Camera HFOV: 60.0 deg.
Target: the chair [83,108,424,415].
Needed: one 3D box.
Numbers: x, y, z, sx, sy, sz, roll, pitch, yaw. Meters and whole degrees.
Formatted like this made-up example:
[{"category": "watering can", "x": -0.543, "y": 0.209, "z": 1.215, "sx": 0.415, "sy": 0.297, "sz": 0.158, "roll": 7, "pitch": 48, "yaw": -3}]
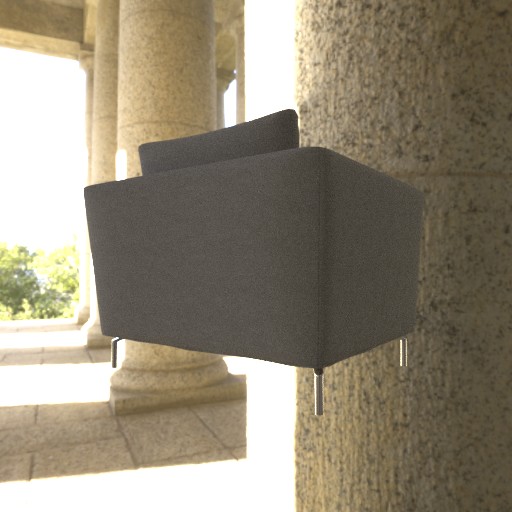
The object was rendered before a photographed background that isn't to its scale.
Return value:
[{"category": "chair", "x": 0.000, "y": 0.000, "z": 1.715, "sx": 1.041, "sy": 0.864, "sz": 0.889, "roll": -1, "pitch": -1, "yaw": 36}]
